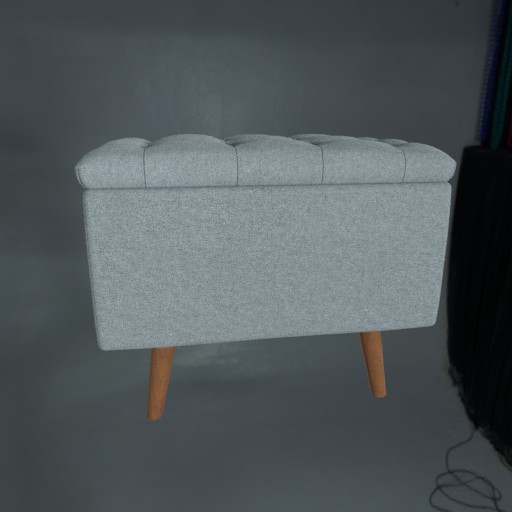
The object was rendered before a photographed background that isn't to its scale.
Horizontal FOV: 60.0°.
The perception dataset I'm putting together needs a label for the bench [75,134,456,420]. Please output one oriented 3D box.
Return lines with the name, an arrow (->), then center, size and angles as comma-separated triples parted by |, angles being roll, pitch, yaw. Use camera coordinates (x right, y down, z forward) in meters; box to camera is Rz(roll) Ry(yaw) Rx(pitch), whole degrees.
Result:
bench -> 0.000, 0.000, 0.886 | 0.572, 0.469, 0.417 | -3, 16, -9
